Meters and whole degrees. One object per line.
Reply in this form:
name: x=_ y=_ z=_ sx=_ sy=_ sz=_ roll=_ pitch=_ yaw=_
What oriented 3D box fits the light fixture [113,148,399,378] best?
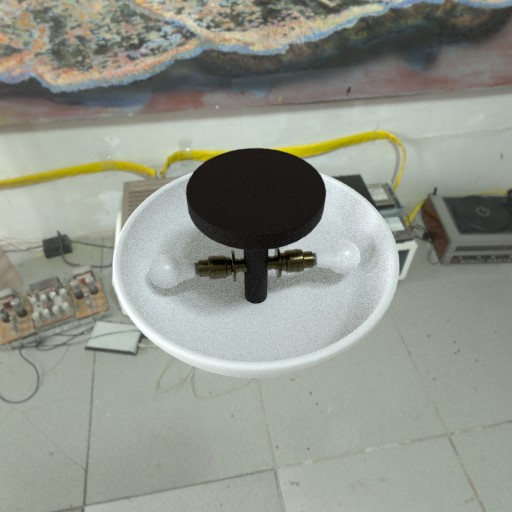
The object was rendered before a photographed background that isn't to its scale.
light fixture: x=0.000 y=0.000 z=0.539 sx=0.331 sy=0.212 sz=0.331 roll=0 pitch=47 yaw=0
